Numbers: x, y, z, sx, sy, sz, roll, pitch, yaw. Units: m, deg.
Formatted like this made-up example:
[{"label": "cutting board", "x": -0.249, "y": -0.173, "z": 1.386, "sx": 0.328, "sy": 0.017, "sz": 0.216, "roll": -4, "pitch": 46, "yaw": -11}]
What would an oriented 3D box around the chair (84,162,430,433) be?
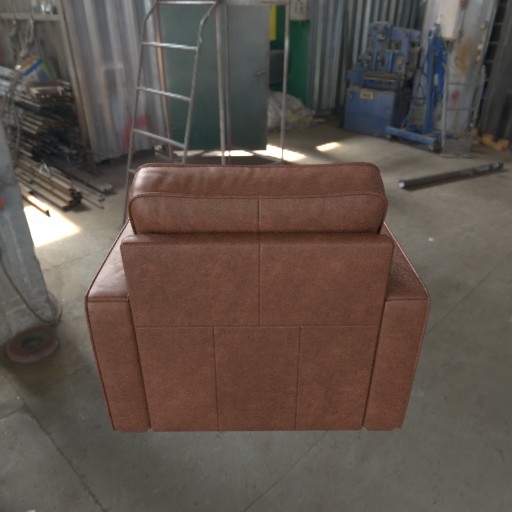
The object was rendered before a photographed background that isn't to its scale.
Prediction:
[{"label": "chair", "x": 0.000, "y": 0.000, "z": 1.696, "sx": 1.017, "sy": 0.919, "sz": 0.940, "roll": 0, "pitch": 30, "yaw": 0}]
